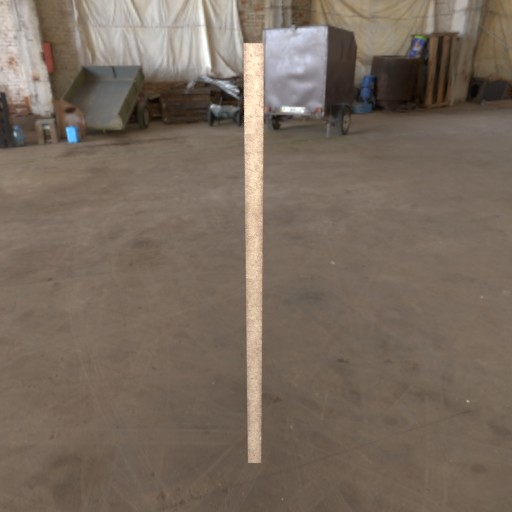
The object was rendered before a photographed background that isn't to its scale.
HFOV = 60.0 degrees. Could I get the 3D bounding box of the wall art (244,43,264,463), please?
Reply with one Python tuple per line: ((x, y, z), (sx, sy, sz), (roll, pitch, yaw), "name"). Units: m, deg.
((0.000, 0.000, 1.697), (0.051, 1.461, 0.648), (0, 25, 1), "wall art")
